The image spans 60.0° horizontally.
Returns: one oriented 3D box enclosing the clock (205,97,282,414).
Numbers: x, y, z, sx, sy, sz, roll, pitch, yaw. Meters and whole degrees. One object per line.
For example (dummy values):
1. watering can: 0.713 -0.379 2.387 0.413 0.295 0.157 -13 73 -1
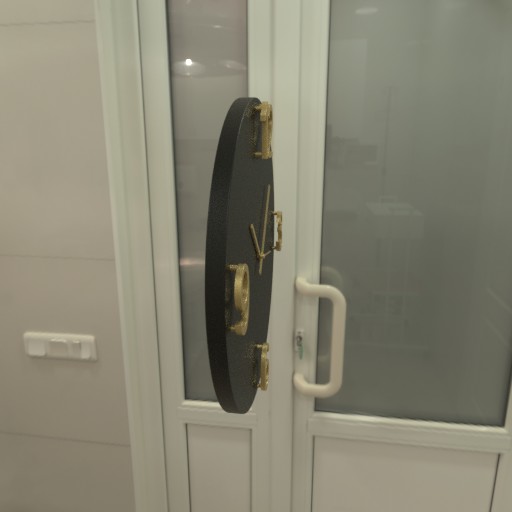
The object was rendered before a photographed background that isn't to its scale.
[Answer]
1. clock: 0.000 0.000 0.673 0.038 0.454 0.454 2 15 8
